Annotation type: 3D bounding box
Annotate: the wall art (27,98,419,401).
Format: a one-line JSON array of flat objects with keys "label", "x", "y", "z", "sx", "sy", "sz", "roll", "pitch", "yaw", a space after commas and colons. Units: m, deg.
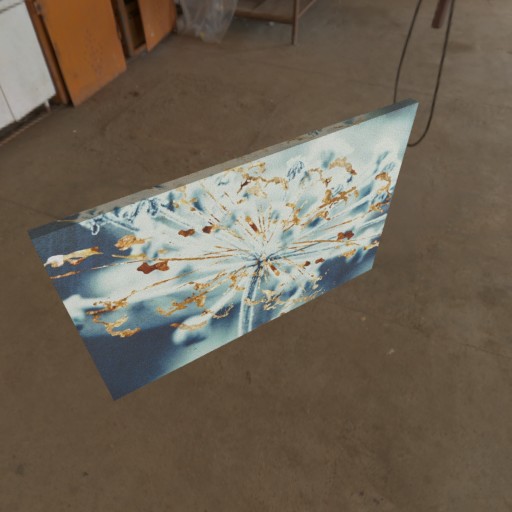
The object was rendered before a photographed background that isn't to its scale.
[{"label": "wall art", "x": 0.000, "y": 0.000, "z": 1.427, "sx": 1.138, "sy": 0.759, "sz": 0.035, "roll": -24, "pitch": 51, "yaw": -21}]
